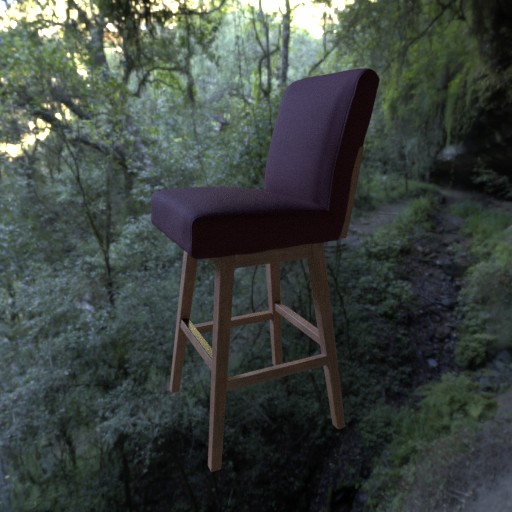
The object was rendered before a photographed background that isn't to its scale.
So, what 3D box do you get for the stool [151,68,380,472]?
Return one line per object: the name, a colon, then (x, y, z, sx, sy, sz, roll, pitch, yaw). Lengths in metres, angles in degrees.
stool: (0.000, 0.000, 1.398, 0.562, 1.093, 0.468, -8, 18, -24)
